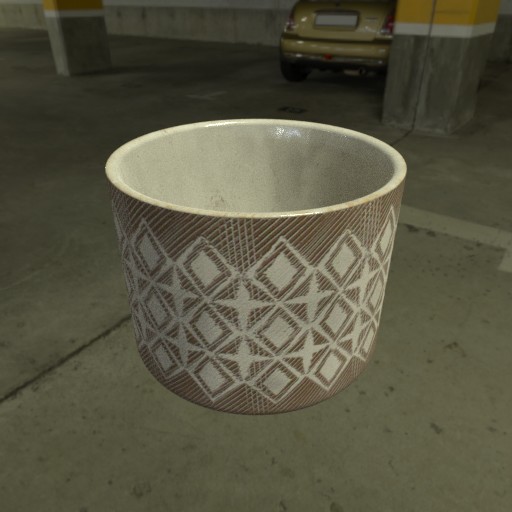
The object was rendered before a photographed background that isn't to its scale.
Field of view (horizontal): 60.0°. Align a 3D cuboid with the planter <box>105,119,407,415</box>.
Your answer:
[{"bbox_3d":[0.000,0.000,0.220,0.126,0.104,0.126,0,31,0],"label":"planter"}]
